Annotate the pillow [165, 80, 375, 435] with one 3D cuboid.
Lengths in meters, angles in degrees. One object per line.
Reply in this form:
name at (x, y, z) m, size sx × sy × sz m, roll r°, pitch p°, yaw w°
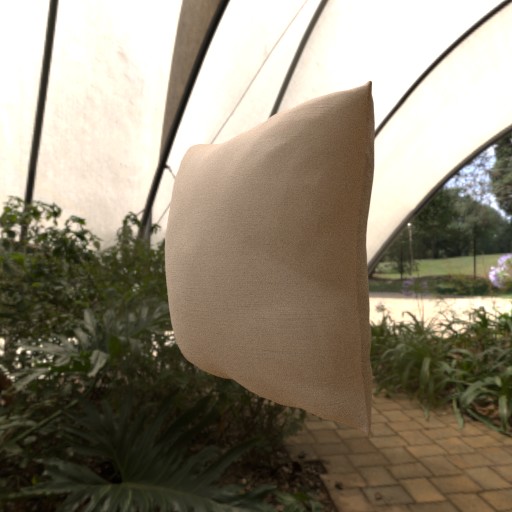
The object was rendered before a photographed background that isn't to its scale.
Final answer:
pillow at (0.000, 0.000, 0.724) m, size 0.245 × 0.448 × 0.450 m, roll 0°, pitch -1°, yaw -36°
